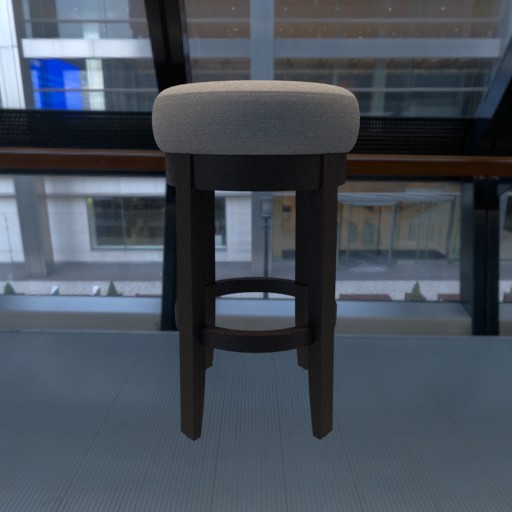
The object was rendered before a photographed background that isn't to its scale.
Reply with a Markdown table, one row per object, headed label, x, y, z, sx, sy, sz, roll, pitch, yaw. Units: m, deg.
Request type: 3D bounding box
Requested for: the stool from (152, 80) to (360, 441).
| label | x | y | z | sx | sy | sz | roll | pitch | yaw |
| --- | --- | --- | --- | --- | --- | --- | --- | --- | --- |
| stool | 0.000 | 0.000 | 1.047 | 0.443 | 0.757 | 0.443 | 0 | 15 | 0 |
